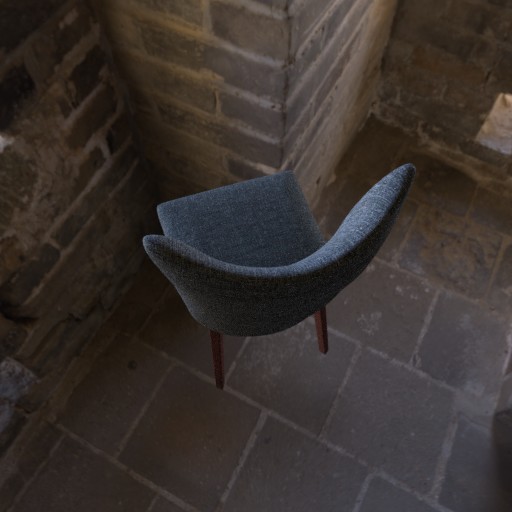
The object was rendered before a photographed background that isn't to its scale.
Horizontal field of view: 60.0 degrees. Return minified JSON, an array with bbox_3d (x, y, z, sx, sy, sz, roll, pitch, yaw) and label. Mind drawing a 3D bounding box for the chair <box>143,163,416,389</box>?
[{"bbox_3d":[0.000,0.000,1.283,0.535,0.924,0.623,-16,60,-10],"label":"chair"}]
